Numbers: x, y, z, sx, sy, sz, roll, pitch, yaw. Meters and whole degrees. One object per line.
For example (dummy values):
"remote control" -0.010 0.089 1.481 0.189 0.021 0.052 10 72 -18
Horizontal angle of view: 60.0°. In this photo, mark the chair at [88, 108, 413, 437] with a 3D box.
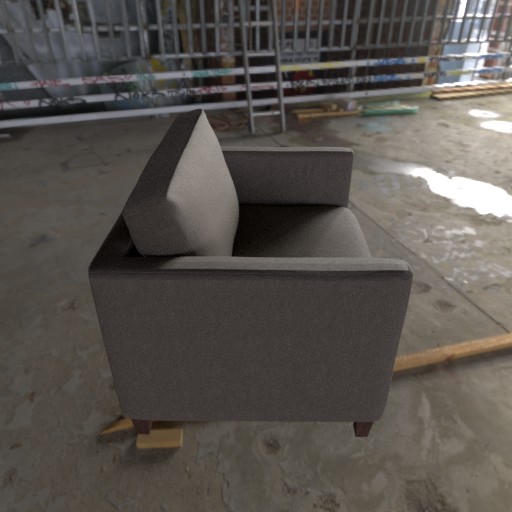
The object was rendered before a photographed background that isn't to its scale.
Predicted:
"chair" 0.000 0.000 1.815 0.959 0.963 1.107 0 32 1
